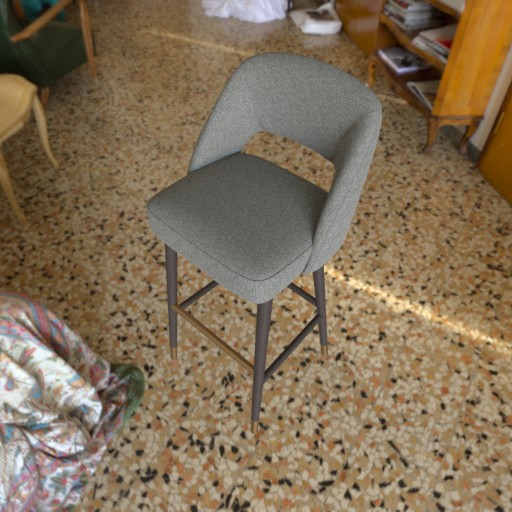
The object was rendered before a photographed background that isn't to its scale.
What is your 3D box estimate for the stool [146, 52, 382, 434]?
[{"bbox_3d":[0.000,0.000,1.414,0.536,1.089,0.524,33,54,28],"label":"stool"}]
